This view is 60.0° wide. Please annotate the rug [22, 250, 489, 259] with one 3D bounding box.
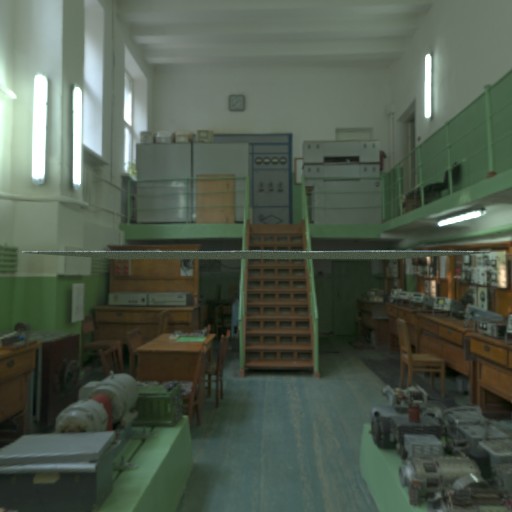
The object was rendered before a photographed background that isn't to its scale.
[{"bbox_3d":[0.000,0.000,2.213,1.754,0.010,1.148,0,-2,0],"label":"rug"}]
